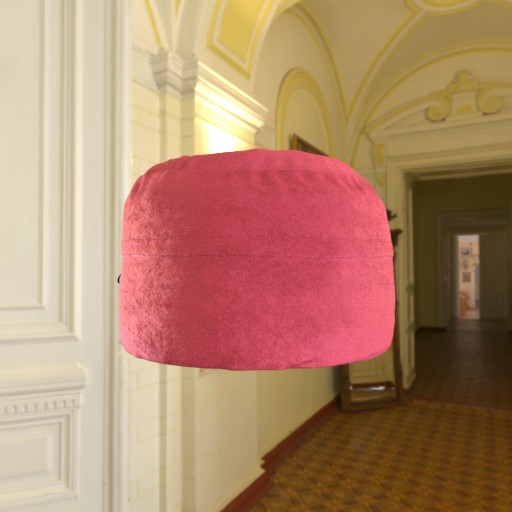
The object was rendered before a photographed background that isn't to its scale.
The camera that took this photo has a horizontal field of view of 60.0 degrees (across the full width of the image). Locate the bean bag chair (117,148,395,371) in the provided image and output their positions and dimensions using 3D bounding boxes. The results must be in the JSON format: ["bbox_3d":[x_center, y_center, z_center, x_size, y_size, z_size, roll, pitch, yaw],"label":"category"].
[{"bbox_3d":[0.000,0.000,2.024,1.218,0.788,1.218,0,-2,0],"label":"bean bag chair"}]
